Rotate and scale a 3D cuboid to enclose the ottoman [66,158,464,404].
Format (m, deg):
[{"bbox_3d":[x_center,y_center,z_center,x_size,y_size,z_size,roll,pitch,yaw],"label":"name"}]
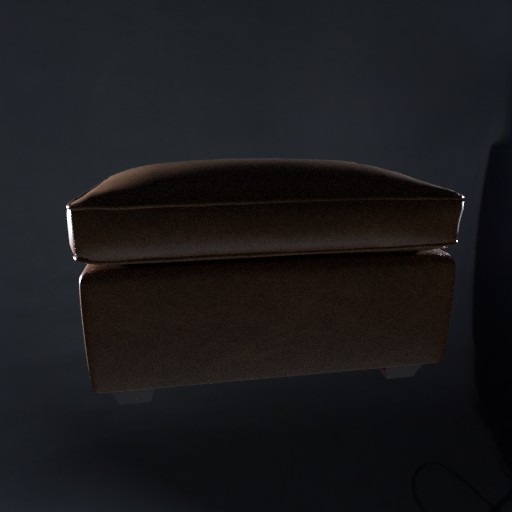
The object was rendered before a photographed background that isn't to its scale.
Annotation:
[{"bbox_3d":[0.000,0.000,1.098,0.756,0.468,0.554,-3,16,-9],"label":"ottoman"}]
